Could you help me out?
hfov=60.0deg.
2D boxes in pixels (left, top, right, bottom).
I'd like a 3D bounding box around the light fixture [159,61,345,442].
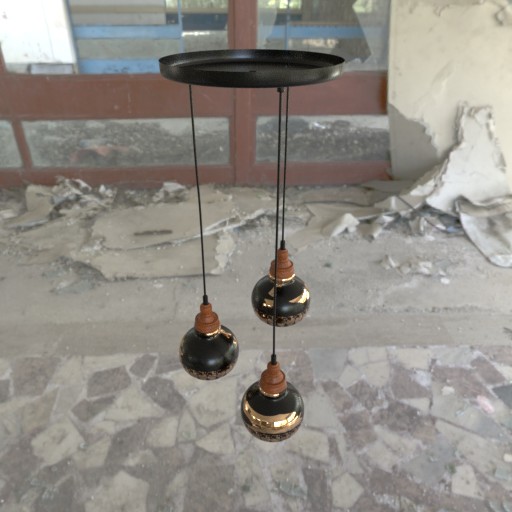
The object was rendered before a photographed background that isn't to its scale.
[{"bbox_3d":[0.000,0.000,1.716,0.608,1.410,0.605,18,35,28],"label":"light fixture"}]
